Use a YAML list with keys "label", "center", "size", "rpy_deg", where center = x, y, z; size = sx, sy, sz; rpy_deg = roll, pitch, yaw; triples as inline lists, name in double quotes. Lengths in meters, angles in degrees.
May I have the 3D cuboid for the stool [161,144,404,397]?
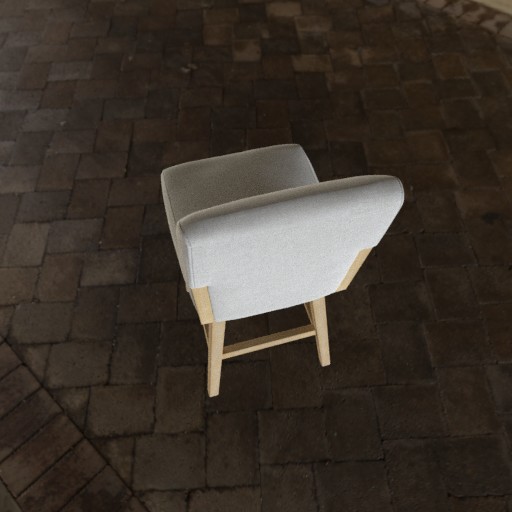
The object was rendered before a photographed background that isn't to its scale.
- label: "stool"
  center: [0.000, 0.000, 1.260]
  size: [0.446, 1.015, 0.543]
  rpy_deg: [-13, 57, -8]
